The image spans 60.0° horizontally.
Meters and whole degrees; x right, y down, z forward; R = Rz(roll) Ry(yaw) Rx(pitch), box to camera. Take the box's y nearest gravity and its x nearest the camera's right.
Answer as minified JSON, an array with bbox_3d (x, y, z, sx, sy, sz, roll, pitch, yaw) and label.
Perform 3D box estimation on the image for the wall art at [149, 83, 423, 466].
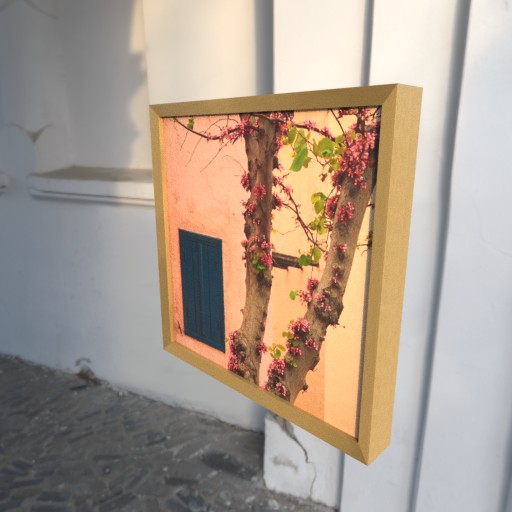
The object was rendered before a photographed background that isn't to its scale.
[{"bbox_3d":[0.000,0.000,0.453,0.304,0.305,0.038,14,21,43],"label":"wall art"}]
